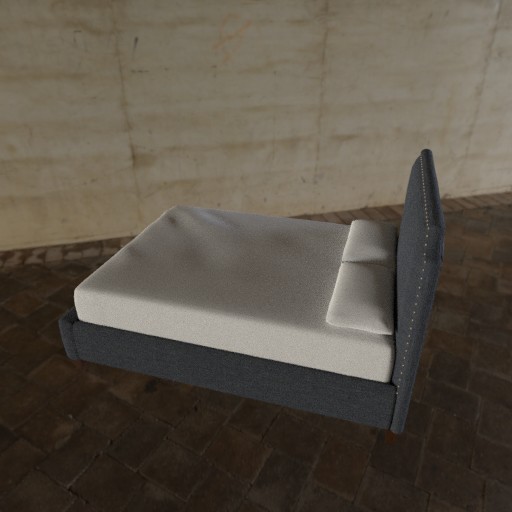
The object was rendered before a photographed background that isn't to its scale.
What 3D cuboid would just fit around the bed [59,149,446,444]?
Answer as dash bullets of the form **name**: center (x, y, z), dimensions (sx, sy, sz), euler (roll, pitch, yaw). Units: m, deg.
- **bed**: center (0.000, 0.000, 3.347), dimensions (2.372, 1.443, 1.713), euler (8, 30, 15)
